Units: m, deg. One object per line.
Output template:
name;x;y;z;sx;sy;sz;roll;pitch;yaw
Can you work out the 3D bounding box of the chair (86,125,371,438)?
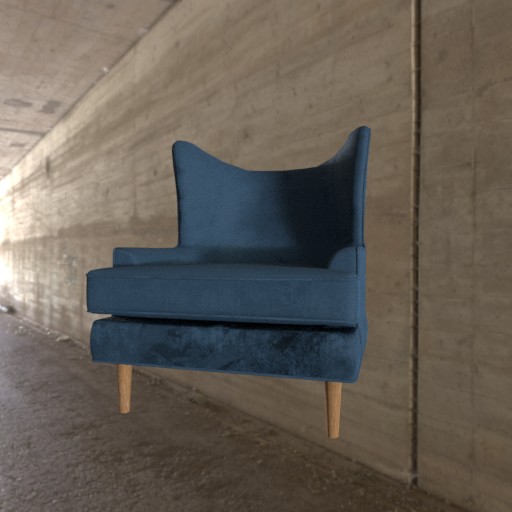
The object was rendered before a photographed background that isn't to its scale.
chair;0.000;0.000;1.598;0.793;0.952;0.910;0;0;17
